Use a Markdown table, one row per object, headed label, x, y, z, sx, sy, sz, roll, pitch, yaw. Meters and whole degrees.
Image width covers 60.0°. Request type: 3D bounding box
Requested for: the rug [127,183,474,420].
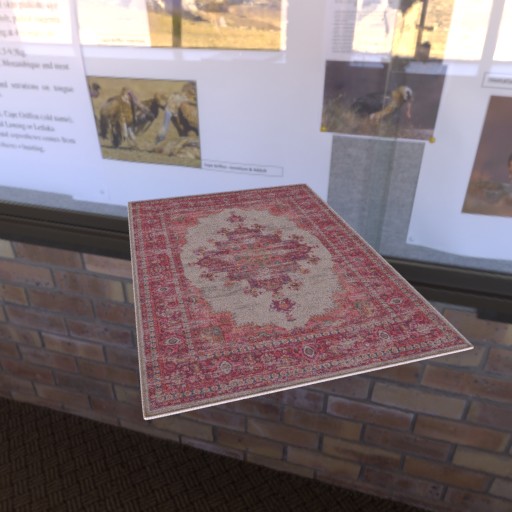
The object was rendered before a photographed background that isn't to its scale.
| label | x | y | z | sx | sy | sz | roll | pitch | yaw |
| --- | --- | --- | --- | --- | --- | --- | --- | --- | --- |
| rug | 0.000 | 0.000 | 3.697 | 2.005 | 0.014 | 2.878 | -8 | 31 | -13 |
